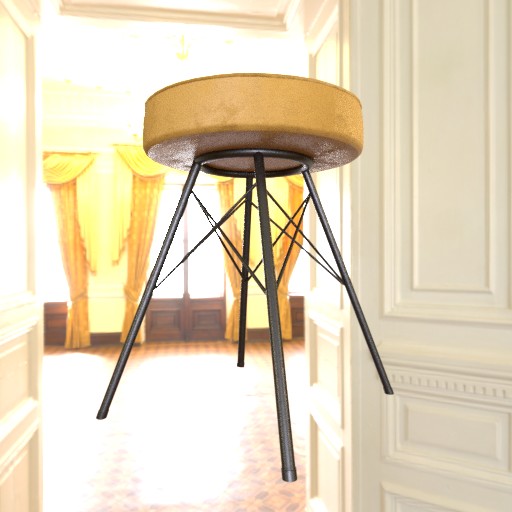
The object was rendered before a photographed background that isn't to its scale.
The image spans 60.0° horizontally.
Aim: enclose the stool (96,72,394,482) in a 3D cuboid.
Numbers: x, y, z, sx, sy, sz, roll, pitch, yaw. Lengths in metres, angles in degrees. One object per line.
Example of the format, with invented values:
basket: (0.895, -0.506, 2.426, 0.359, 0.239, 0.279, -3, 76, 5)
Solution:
stool: (0.000, 0.000, 0.887, 0.438, 0.595, 0.472, 0, 0, 36)
